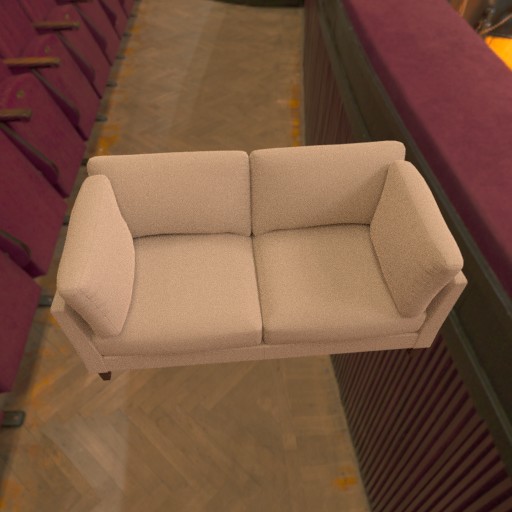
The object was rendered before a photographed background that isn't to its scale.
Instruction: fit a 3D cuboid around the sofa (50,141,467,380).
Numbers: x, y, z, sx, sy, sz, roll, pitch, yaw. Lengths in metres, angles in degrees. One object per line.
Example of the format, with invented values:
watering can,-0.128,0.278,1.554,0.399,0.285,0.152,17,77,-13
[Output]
sofa,0.000,0.000,2.316,1.776,0.836,0.970,-4,46,-4
